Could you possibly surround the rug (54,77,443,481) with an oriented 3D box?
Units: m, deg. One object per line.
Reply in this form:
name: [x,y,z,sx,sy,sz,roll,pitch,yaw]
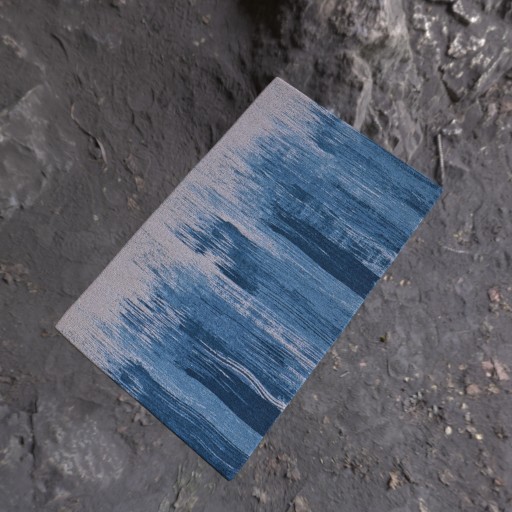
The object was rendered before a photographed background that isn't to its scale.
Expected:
rug: [0.000,0.000,3.059,1.540,0.027,2.450,37,79,9]
